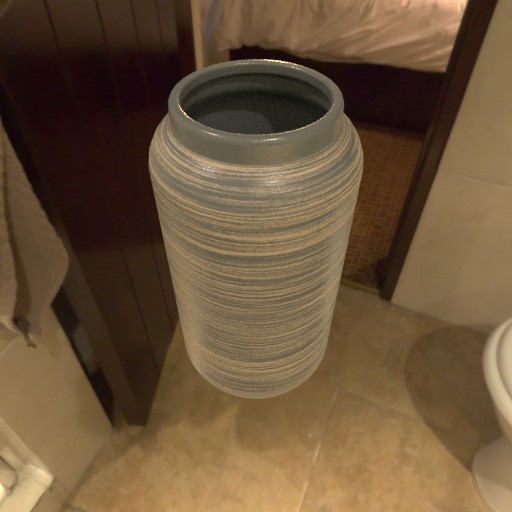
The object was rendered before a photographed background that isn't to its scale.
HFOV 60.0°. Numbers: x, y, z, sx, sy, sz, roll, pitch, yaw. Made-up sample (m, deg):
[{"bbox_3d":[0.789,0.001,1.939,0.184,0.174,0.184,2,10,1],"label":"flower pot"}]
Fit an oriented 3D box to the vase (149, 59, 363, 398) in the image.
[{"bbox_3d":[0.000,0.000,0.301,0.116,0.230,0.116,0,46,0],"label":"vase"}]
